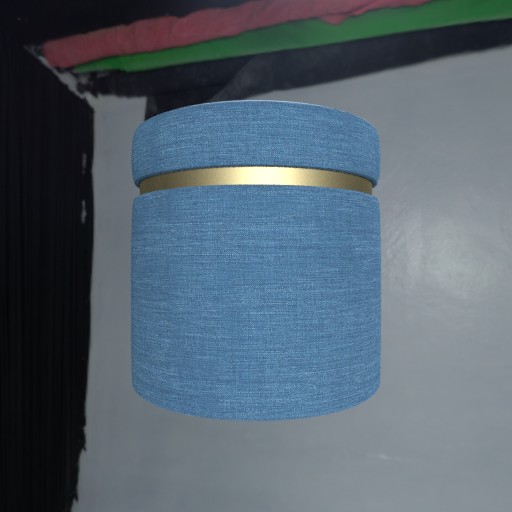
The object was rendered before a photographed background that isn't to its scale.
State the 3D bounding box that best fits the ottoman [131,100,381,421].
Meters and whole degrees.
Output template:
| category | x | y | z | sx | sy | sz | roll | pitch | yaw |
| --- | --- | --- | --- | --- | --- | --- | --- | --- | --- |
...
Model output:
| category | x | y | z | sx | sy | sz | roll | pitch | yaw |
| --- | --- | --- | --- | --- | --- | --- | --- | --- | --- |
| ottoman | 0.000 | 0.000 | 0.733 | 0.398 | 0.406 | 0.398 | 0 | 0 | 0 |
